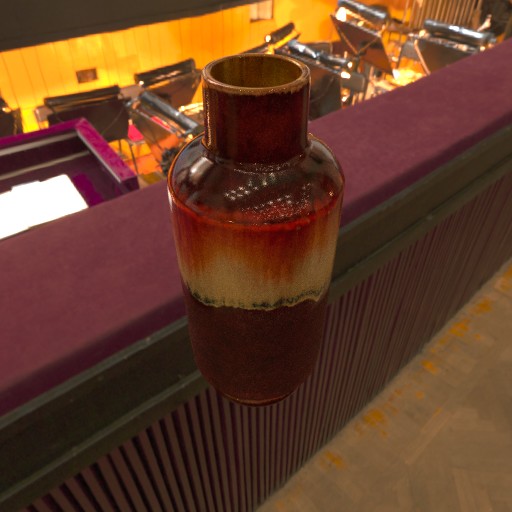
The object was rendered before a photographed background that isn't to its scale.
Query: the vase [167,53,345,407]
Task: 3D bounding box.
[{"bbox_3d":[0.000,0.000,0.319,0.111,0.261,0.111,0,42,0],"label":"vase"}]
